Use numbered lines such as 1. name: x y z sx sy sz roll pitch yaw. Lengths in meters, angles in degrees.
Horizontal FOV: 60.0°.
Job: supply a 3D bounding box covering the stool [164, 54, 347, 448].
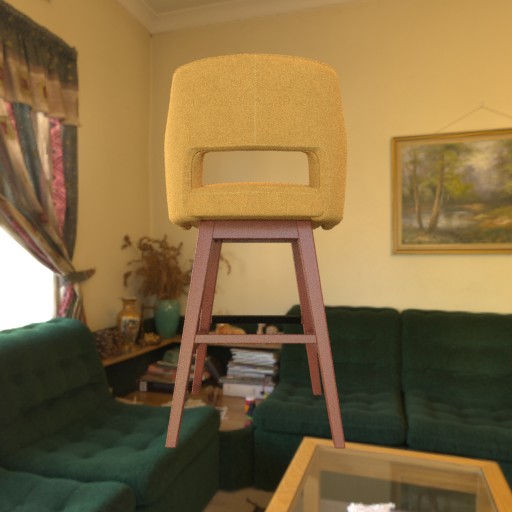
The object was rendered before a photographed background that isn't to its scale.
1. stool: 0.000 0.000 1.371 0.548 1.012 0.558 0 0 1
